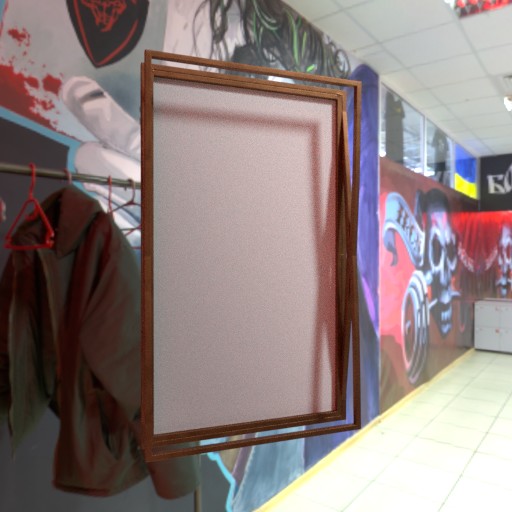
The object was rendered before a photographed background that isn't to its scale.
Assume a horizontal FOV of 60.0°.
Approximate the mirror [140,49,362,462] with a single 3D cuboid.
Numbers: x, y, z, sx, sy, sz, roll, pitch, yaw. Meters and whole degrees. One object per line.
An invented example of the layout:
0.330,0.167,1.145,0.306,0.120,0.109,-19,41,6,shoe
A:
0.000,0.000,0.937,0.468,0.768,0.082,0,0,-20,mirror
